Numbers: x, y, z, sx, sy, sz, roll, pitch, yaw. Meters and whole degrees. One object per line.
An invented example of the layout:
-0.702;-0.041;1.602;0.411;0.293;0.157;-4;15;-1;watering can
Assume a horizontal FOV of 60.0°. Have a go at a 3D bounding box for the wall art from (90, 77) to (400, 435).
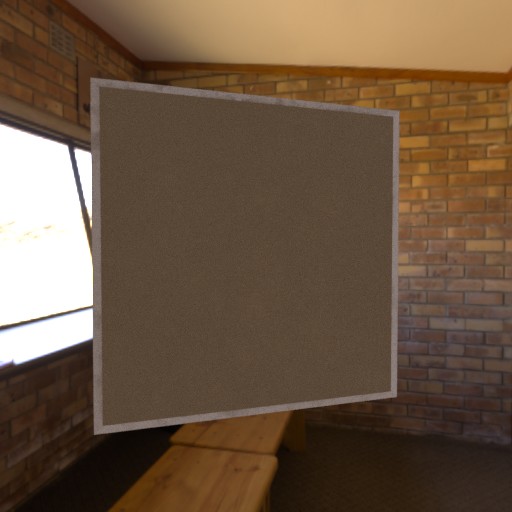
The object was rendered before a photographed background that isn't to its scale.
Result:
0.000;0.000;0.441;0.305;0.303;0.038;-1;2;-18;wall art
